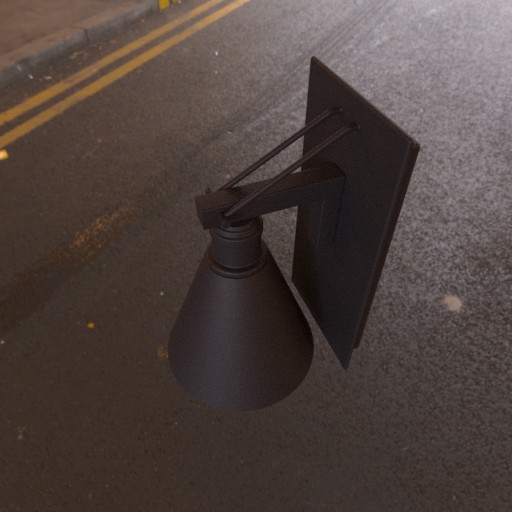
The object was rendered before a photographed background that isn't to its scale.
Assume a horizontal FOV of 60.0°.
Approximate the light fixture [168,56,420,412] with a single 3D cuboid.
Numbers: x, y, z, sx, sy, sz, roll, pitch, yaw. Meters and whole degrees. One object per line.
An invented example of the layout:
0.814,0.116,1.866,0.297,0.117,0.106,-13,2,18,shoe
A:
0.000,0.000,0.424,0.207,0.298,0.170,-16,48,-15,light fixture
